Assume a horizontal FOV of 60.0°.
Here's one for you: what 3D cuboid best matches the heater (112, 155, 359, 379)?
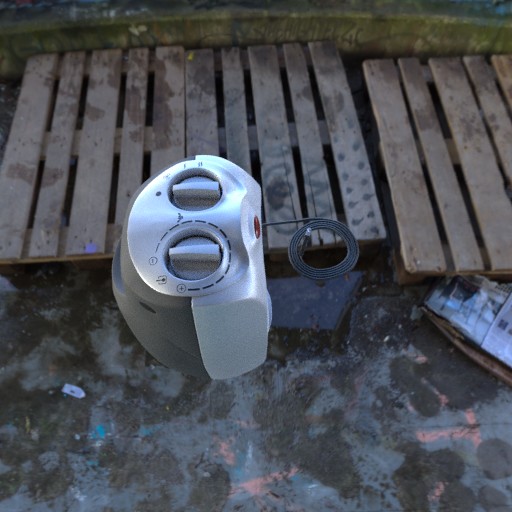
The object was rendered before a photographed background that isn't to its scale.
[{"bbox_3d":[0.000,0.000,0.478,0.291,0.240,0.239,-2,62,-1],"label":"heater"}]
